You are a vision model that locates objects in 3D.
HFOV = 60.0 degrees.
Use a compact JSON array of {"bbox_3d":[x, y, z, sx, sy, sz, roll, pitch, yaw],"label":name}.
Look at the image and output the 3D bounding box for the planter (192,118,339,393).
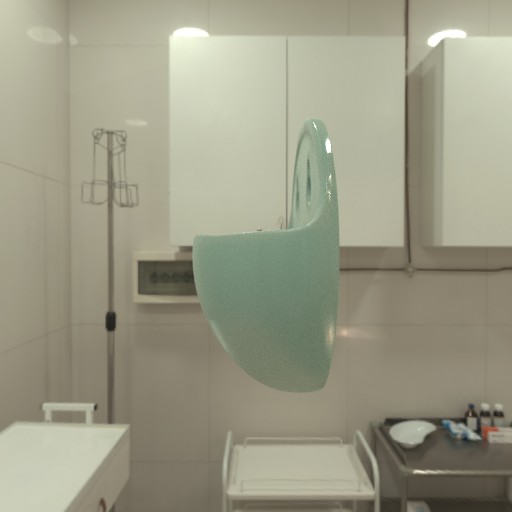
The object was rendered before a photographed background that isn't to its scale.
[{"bbox_3d":[0.000,0.000,0.279,0.073,0.164,0.189,0,1,0],"label":"planter"}]
